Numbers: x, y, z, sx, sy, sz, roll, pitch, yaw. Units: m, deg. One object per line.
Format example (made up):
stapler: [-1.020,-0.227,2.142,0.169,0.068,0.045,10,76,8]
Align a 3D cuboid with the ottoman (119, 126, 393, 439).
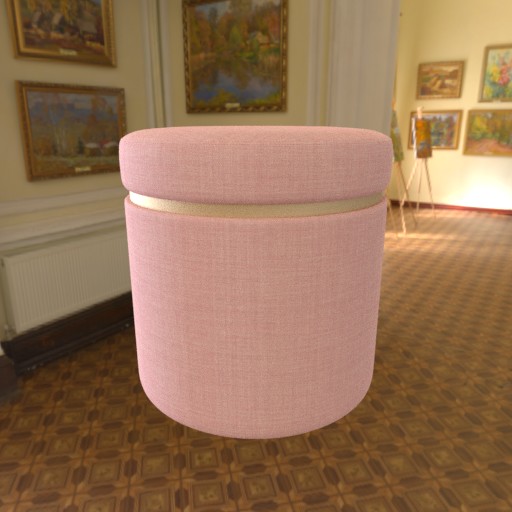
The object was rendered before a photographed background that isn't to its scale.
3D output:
ottoman: [0.000,0.000,0.722,0.400,0.406,0.400,0,17,0]
